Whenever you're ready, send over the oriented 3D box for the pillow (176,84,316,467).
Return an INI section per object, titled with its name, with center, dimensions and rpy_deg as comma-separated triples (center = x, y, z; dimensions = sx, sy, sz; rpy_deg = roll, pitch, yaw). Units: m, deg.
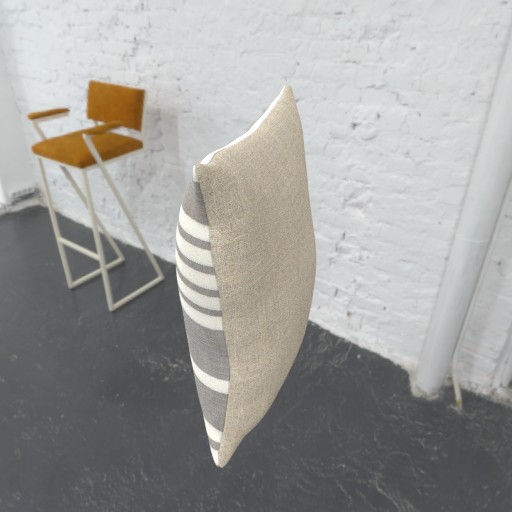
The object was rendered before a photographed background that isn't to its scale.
[pillow]
center = 0.000, 0.000, 0.684
dimensions = 0.182, 0.440, 0.439
rpy_deg = 8, 31, 13
